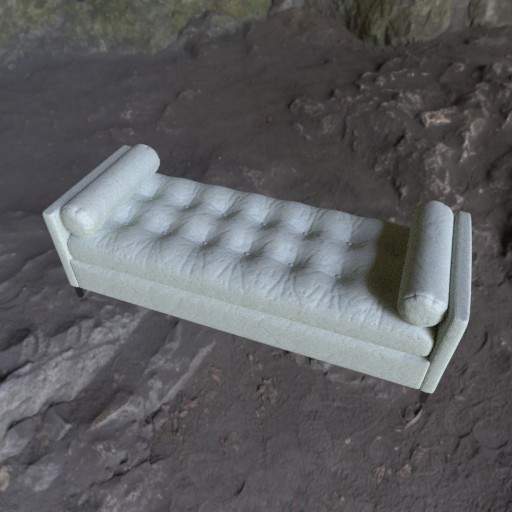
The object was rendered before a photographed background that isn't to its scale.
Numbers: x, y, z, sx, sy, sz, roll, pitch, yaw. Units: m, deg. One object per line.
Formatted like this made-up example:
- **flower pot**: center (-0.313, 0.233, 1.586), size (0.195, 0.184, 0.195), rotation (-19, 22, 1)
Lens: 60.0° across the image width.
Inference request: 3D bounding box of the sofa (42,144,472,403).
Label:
- **sofa**: center (0.000, 0.000, 2.474), size (2.102, 0.705, 0.796), rotation (14, 44, 15)
